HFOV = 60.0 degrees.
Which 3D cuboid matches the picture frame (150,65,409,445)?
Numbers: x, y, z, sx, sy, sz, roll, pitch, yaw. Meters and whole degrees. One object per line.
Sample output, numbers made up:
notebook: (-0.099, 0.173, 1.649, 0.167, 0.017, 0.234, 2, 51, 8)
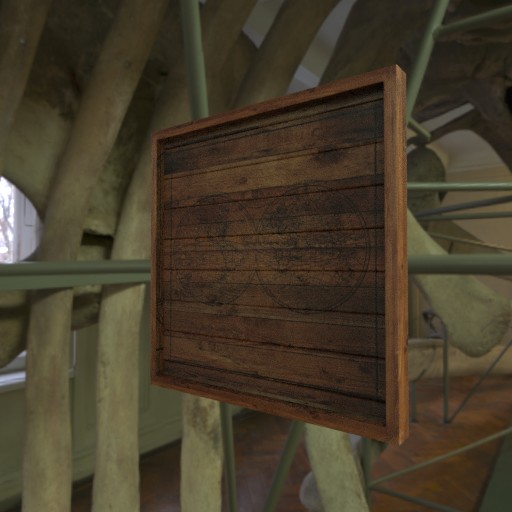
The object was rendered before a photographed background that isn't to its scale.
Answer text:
picture frame: (0.000, 0.000, 0.529, 0.352, 0.356, 0.028, -1, -2, 37)
